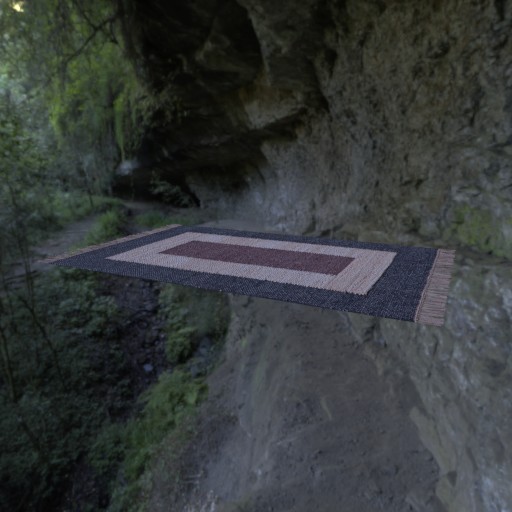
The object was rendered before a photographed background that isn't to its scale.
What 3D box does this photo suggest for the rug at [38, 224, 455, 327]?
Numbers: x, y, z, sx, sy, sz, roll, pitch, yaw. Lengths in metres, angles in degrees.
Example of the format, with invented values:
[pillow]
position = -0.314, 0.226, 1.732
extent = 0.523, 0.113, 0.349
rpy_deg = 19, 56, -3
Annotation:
[rug]
position = 0.000, 0.000, 2.473
extent = 2.021, 0.027, 1.224
rpy_deg = 7, 16, 25
